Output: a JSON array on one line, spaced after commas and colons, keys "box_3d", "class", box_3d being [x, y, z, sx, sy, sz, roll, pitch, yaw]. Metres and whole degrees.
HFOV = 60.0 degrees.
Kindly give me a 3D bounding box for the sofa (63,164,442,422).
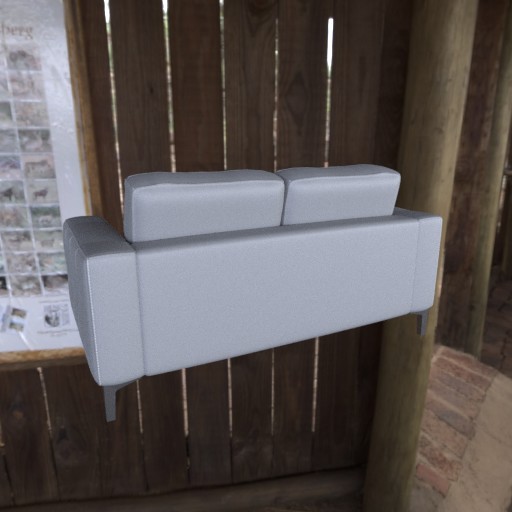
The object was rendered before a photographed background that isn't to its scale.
[{"box_3d": [0.000, 0.000, 2.228, 1.726, 0.892, 0.833, -8, 17, -26], "class": "sofa"}]
